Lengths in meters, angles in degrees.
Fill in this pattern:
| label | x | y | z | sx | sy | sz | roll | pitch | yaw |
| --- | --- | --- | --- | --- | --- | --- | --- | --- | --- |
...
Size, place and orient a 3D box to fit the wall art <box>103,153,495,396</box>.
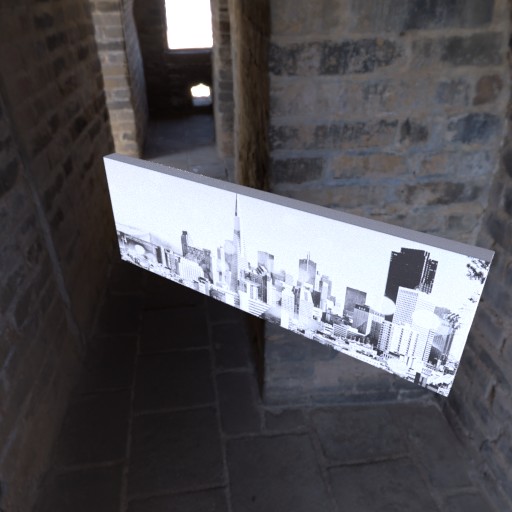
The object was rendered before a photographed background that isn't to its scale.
| label | x | y | z | sx | sy | sz | roll | pitch | yaw |
| --- | --- | --- | --- | --- | --- | --- | --- | --- | --- |
| wall art | 0.000 | 0.000 | 0.844 | 0.766 | 0.256 | 0.036 | 19 | 36 | 29 |
